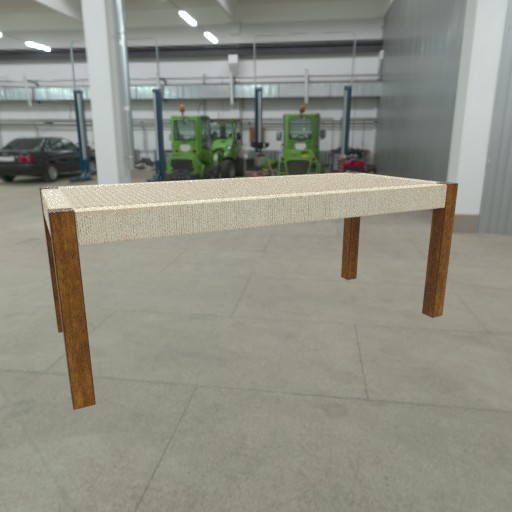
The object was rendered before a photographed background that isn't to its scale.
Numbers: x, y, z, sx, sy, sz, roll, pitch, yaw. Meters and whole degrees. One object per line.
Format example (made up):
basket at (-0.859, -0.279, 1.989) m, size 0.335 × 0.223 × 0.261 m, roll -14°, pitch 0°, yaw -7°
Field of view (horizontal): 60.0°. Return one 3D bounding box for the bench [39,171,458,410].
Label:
bench at (0.000, 0.000, 1.434) m, size 1.198 × 0.457 × 0.507 m, roll -8°, pitch 17°, yaw -26°
